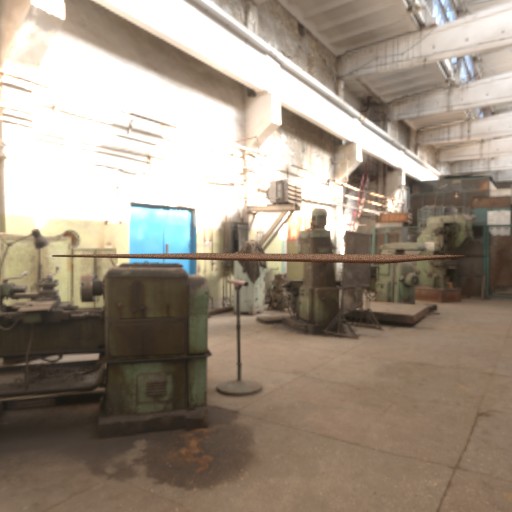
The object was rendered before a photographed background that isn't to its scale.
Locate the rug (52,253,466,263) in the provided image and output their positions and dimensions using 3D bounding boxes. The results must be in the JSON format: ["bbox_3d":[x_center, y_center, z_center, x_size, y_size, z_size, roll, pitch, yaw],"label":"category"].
[{"bbox_3d":[0.000,0.000,2.342,1.829,0.010,1.219,1,1,35],"label":"rug"}]
